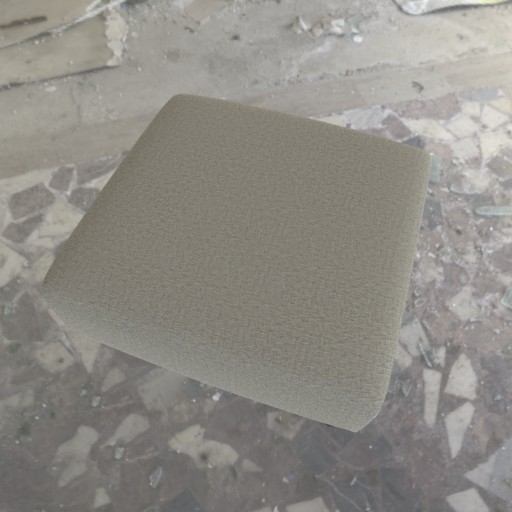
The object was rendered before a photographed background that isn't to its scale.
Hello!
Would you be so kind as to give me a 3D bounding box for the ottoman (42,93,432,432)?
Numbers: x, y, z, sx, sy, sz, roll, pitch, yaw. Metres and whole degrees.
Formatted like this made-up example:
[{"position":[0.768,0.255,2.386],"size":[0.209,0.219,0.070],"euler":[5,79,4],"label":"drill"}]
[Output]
[{"position":[0.000,0.000,1.054],"size":[0.655,0.399,0.648],"euler":[17,59,10],"label":"ottoman"}]
